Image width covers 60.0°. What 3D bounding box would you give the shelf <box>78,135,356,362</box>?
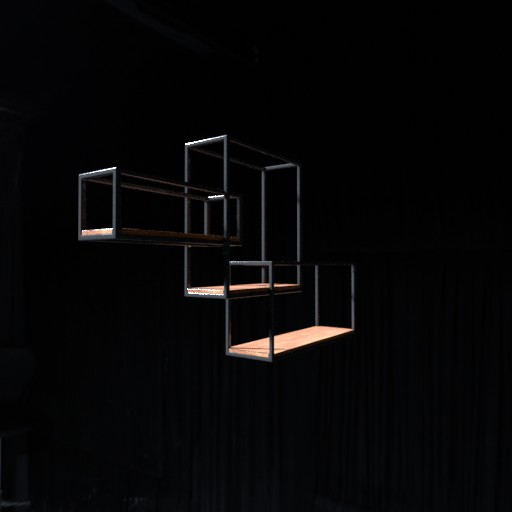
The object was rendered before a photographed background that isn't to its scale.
[{"bbox_3d":[0.000,0.000,2.158,0.275,0.972,1.781,-1,-1,36],"label":"shelf"}]
